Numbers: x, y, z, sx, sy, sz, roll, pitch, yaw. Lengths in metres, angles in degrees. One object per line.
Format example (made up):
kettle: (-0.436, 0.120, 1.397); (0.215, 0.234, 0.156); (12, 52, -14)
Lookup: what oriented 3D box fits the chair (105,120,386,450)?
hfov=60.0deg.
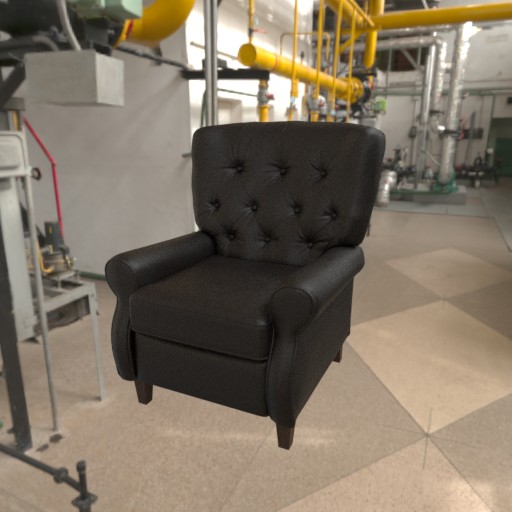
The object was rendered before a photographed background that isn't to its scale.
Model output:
chair: (0.000, 0.000, 1.958); (0.948, 1.158, 1.058); (7, 17, 24)
